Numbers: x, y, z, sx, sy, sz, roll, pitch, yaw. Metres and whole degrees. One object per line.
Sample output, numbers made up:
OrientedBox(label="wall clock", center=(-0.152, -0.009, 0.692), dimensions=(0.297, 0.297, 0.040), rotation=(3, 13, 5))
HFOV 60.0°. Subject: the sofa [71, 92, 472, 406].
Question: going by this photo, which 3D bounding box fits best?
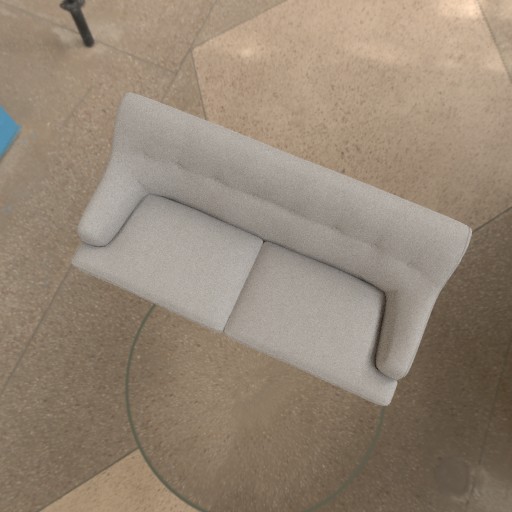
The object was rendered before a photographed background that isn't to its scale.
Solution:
OrientedBox(label="sofa", center=(0.000, 0.000, 2.611), dimensions=(2.057, 0.871, 0.978), rotation=(23, 76, 6))
